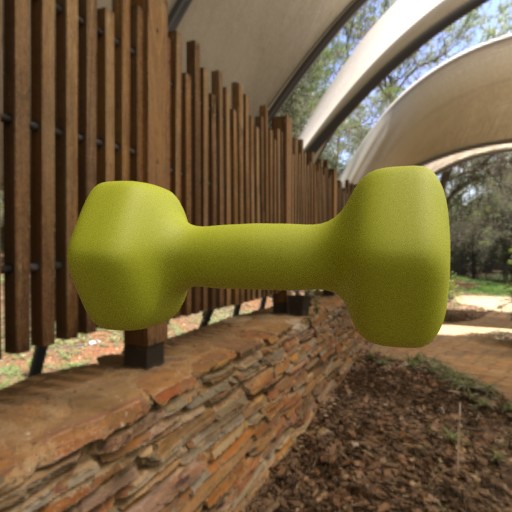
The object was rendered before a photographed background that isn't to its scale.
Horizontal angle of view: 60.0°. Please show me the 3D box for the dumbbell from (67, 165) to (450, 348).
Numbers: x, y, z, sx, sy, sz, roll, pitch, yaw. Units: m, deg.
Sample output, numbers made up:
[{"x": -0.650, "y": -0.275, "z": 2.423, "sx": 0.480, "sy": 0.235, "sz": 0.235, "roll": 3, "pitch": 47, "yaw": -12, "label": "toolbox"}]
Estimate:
[{"x": 0.000, "y": 0.000, "z": 0.206, "sx": 0.164, "sy": 0.072, "sz": 0.080, "roll": 0, "pitch": 1, "yaw": 18, "label": "dumbbell"}]
